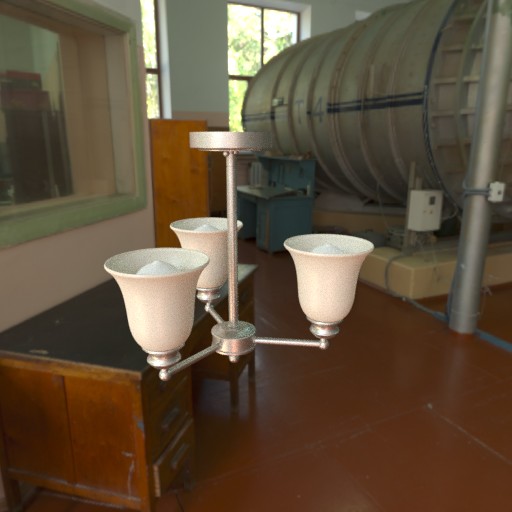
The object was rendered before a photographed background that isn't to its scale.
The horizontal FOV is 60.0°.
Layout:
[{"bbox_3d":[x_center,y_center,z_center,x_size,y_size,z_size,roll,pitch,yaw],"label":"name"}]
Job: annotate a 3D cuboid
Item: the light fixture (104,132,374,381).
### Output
[{"bbox_3d":[0.000,0.000,0.688,0.354,0.370,0.388,2,15,8],"label":"light fixture"}]
